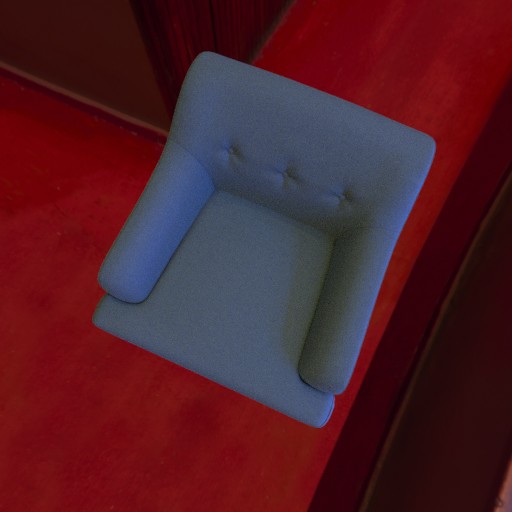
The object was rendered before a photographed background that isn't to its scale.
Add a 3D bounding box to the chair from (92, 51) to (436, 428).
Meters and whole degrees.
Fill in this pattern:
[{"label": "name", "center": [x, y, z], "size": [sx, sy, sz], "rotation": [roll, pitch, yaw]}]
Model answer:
[{"label": "chair", "center": [0.000, 0.000, 1.650], "size": [0.946, 0.818, 0.951], "rotation": [23, 77, 6]}]
